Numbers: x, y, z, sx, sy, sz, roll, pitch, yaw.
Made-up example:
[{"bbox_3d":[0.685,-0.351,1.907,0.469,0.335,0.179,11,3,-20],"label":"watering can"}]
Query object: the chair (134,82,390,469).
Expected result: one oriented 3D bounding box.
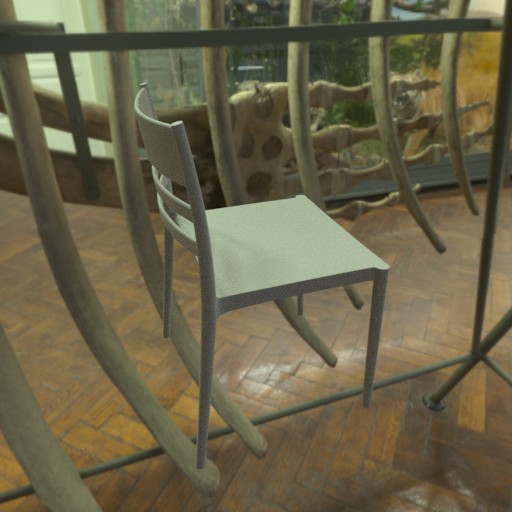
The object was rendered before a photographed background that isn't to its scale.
[{"bbox_3d":[0.000,0.000,1.142,0.511,0.800,0.531,-10,31,-17],"label":"chair"}]
